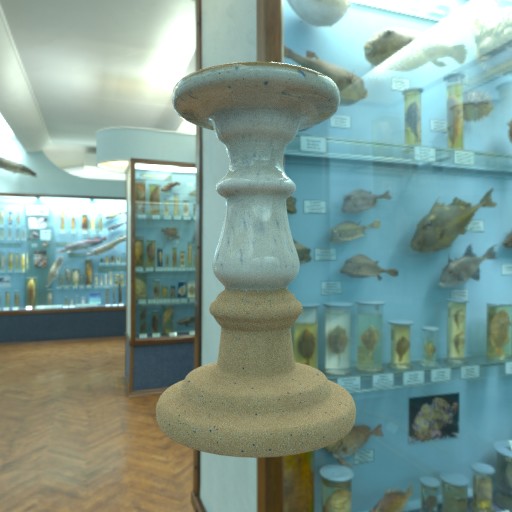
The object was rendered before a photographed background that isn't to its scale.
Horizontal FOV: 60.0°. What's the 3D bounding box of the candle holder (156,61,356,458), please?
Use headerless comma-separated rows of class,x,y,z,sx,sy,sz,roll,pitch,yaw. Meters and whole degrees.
candle holder,0.000,0.000,0.279,0.123,0.202,0.123,0,0,0
